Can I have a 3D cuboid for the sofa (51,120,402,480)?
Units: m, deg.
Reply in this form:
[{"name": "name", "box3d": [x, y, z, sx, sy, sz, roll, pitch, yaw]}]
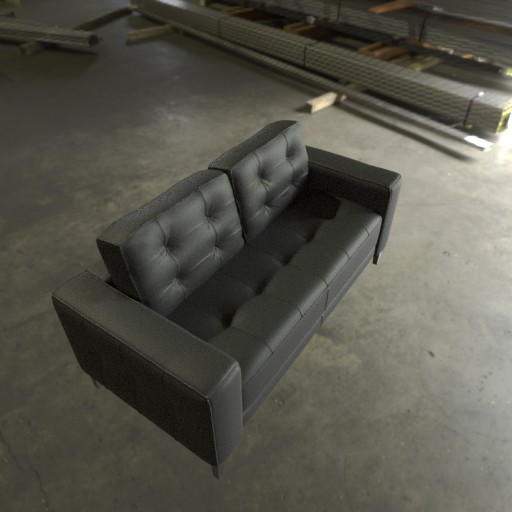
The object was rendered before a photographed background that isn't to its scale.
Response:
[{"name": "sofa", "box3d": [0.000, 0.000, 2.211, 0.833, 0.893, 1.726, 24, 46, 26]}]
